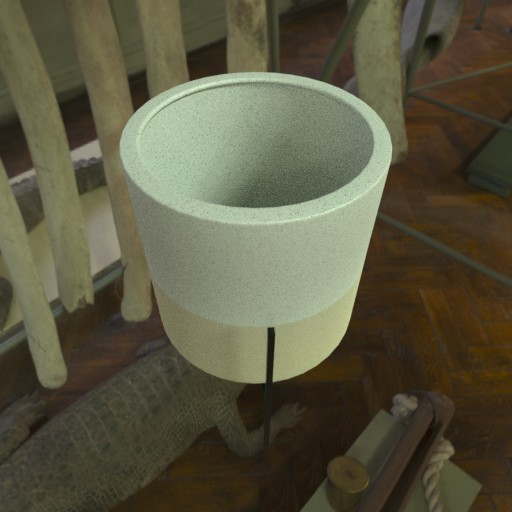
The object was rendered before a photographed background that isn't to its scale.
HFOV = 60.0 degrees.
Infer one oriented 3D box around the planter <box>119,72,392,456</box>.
[{"bbox_3d":[0.000,0.000,0.533,0.263,0.362,0.267,34,56,28],"label":"planter"}]
